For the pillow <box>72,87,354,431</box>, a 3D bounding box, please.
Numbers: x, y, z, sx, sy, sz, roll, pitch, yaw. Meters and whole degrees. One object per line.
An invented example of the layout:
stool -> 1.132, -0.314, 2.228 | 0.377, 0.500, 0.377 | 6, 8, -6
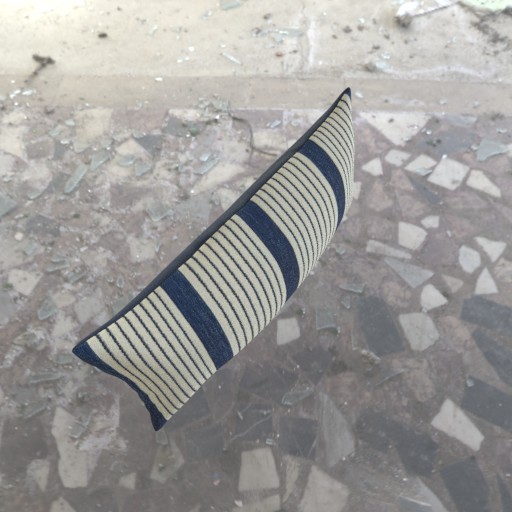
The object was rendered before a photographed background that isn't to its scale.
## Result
pillow -> 0.000, 0.000, 0.749 | 0.156, 0.292, 0.608 | 33, 64, 19
